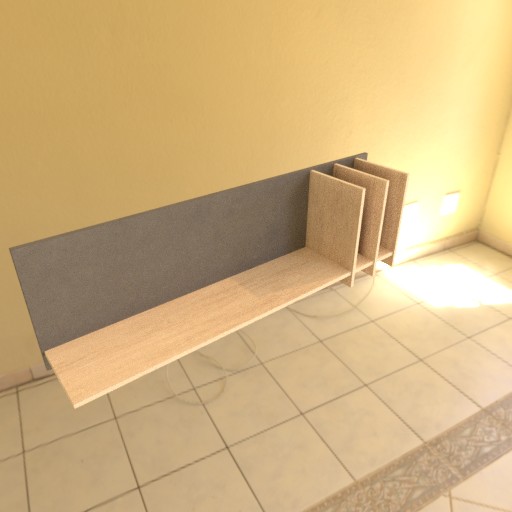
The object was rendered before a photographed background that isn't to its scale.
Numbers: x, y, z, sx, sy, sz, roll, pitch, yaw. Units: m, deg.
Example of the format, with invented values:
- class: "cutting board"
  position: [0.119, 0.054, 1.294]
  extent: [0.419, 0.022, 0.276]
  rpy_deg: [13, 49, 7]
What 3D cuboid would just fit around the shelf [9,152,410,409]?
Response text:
- class: "shelf"
  position: [0.000, 0.000, 1.109]
  extent: [1.020, 0.300, 0.200]
  rpy_deg: [-21, 35, -33]
